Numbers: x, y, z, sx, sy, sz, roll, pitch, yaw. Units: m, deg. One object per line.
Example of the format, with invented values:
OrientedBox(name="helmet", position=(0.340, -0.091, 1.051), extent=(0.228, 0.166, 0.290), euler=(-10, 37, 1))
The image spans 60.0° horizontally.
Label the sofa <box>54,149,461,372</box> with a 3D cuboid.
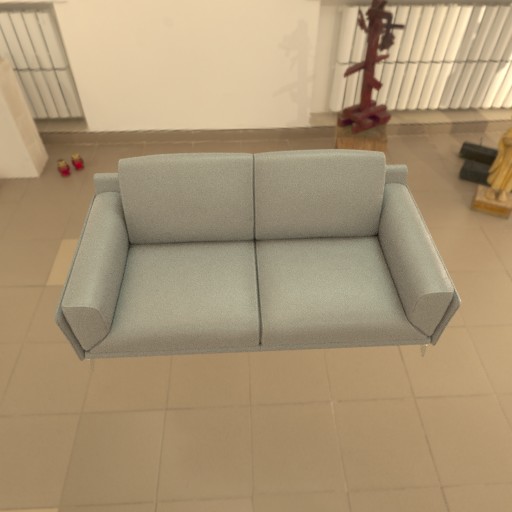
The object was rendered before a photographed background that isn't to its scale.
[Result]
OrientedBox(name="sofa", position=(0.000, 0.000, 2.687), extent=(2.101, 0.930, 1.049), euler=(-2, 46, -2))
